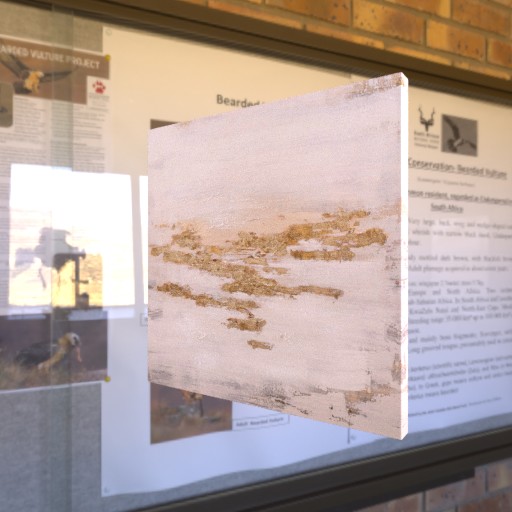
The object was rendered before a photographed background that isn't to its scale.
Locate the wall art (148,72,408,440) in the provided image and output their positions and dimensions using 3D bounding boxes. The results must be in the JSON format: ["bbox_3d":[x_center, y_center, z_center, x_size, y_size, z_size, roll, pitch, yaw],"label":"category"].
[{"bbox_3d":[0.000,0.000,0.923,0.611,0.613,0.040,0,0,34],"label":"wall art"}]
